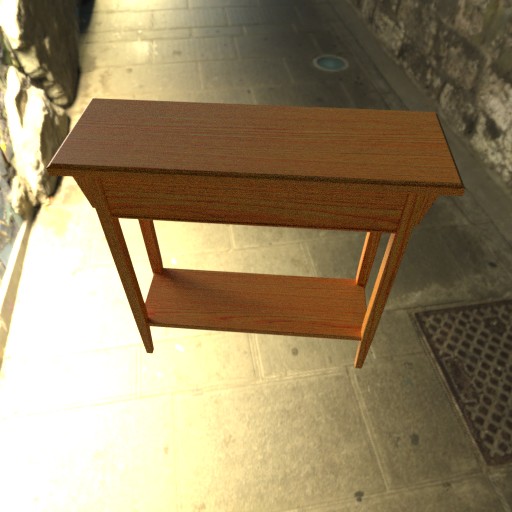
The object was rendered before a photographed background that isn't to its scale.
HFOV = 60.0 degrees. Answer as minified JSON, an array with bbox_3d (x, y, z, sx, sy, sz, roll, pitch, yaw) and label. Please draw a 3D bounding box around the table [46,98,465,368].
[{"bbox_3d":[0.000,0.000,1.145,0.762,0.711,0.254,3,48,3],"label":"table"}]
